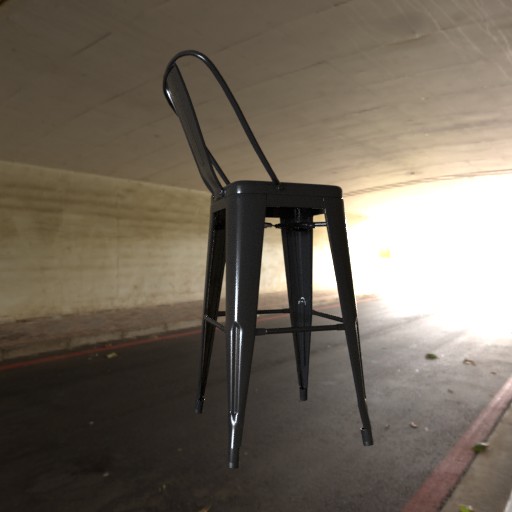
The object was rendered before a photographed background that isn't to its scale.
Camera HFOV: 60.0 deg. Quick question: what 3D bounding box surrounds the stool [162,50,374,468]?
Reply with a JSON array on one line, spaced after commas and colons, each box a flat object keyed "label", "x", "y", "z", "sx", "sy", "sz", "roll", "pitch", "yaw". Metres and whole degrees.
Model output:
[{"label": "stool", "x": 0.000, "y": 0.000, "z": 1.298, "sx": 0.528, "sy": 1.022, "sz": 0.432, "roll": 0, "pitch": 0, "yaw": -19}]
